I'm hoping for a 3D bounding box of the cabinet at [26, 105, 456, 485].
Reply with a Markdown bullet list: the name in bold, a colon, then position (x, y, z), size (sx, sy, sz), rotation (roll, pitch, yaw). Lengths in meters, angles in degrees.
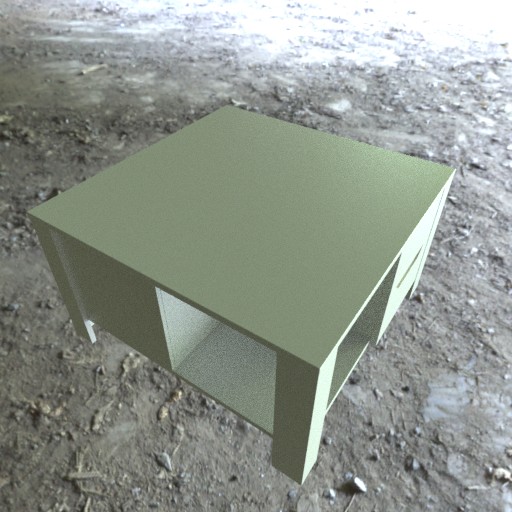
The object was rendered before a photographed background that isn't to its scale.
- **cabinet**: position (0.000, 0.000, 1.300), size (0.800, 0.460, 0.800), rotation (24, 46, 25)
